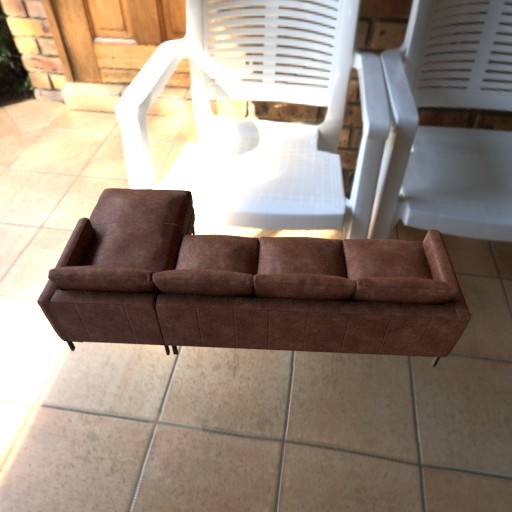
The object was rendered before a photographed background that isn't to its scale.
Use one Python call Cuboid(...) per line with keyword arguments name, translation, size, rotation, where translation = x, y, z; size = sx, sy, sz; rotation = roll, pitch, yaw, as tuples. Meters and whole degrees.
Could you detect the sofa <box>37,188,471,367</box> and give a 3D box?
Cuboid(name="sofa", translation=(0.000, 0.000, 3.677), size=(2.993, 0.859, 1.471), rotation=(2, 46, 2))
